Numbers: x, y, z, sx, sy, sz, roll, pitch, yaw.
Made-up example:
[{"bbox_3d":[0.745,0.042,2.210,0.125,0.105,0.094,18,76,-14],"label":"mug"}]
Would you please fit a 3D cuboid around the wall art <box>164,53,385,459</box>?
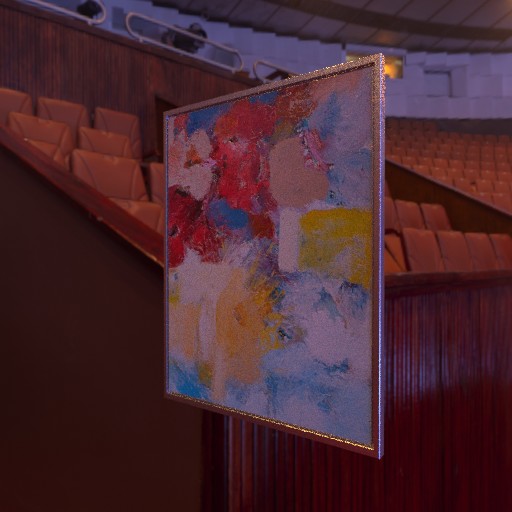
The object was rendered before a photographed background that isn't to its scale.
[{"bbox_3d":[0.000,0.000,1.396,0.816,1.046,0.030,0,1,36],"label":"wall art"}]
